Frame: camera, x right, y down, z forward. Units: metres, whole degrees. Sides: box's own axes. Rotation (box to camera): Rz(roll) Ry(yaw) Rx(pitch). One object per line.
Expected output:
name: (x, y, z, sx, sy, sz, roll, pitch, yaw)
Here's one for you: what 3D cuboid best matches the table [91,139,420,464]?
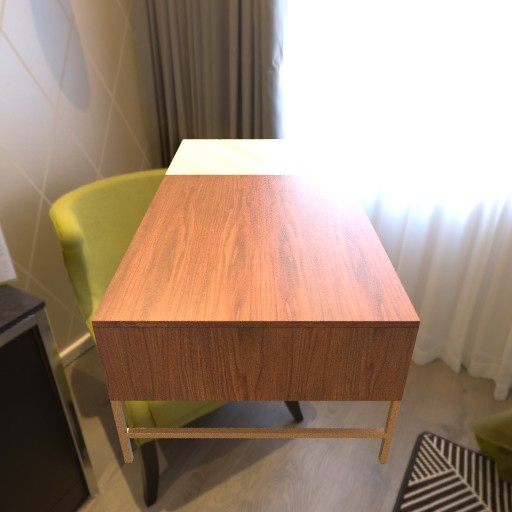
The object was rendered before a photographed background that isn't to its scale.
table: (0.000, 0.000, 1.871, 0.789, 0.551, 1.553, 0, 30, 0)
